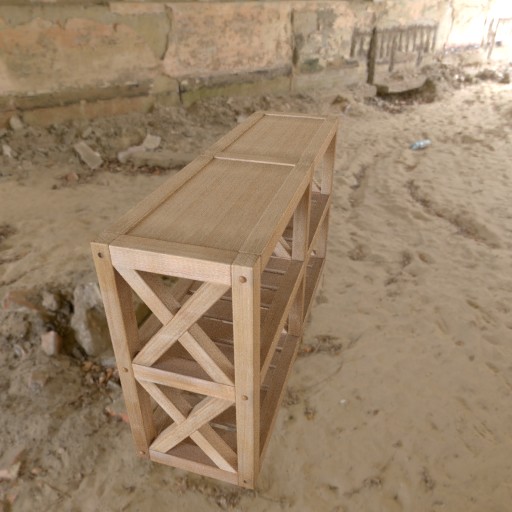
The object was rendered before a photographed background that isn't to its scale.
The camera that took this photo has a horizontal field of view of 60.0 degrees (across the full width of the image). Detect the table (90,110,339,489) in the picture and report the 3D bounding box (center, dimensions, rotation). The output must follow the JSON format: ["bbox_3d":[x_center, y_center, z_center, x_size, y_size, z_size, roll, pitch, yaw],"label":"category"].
[{"bbox_3d":[0.000,0.000,1.668,0.381,0.762,1.320,9,32,14],"label":"table"}]
